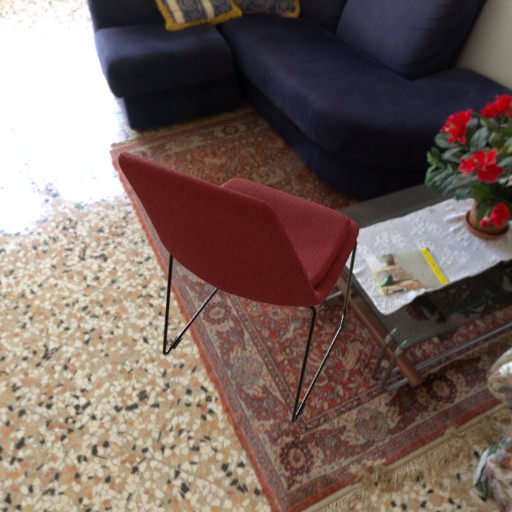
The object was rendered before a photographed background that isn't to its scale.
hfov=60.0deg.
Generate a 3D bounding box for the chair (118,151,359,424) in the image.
[{"bbox_3d":[0.000,0.000,1.175,0.479,0.858,0.518,22,51,19],"label":"chair"}]
